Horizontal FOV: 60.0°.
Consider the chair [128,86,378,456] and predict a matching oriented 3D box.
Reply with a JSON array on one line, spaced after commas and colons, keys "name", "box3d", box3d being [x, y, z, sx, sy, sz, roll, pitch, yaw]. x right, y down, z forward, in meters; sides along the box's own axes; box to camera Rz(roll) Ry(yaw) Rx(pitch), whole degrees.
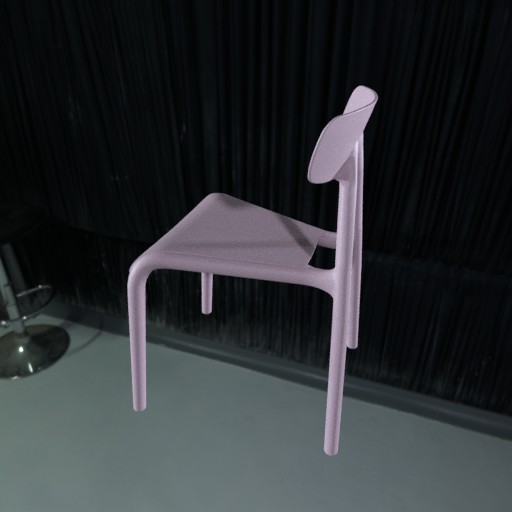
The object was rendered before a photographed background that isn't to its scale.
[{"name": "chair", "box3d": [0.000, 0.000, 0.826, 0.401, 0.580, 0.356, 9, 31, 16]}]
